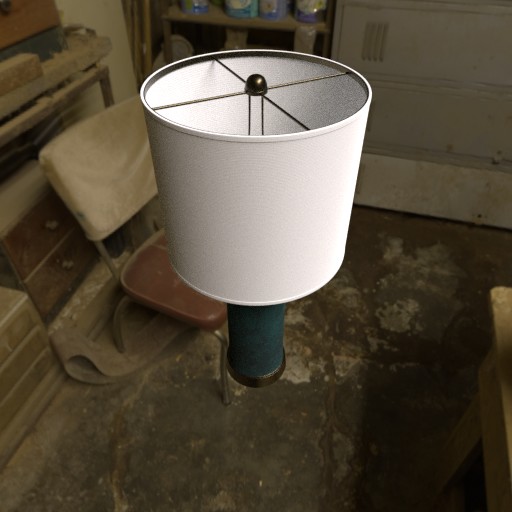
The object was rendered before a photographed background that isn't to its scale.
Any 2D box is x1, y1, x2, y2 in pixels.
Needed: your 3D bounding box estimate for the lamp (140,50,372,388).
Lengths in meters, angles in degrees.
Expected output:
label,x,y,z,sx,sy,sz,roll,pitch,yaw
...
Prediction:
label,x,y,z,sx,sy,sz,roll,pitch,yaw
lamp,0.000,0.000,0.785,0.301,0.630,0.301,13,43,14
